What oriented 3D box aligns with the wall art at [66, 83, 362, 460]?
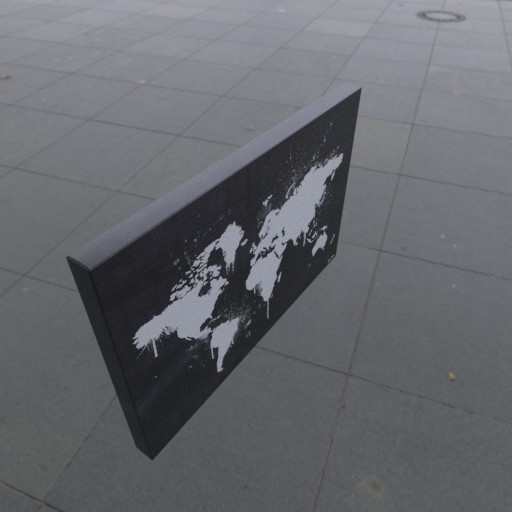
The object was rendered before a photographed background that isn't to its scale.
[{"bbox_3d":[0.000,0.000,0.760,0.038,0.409,0.610,25,47,26],"label":"wall art"}]
